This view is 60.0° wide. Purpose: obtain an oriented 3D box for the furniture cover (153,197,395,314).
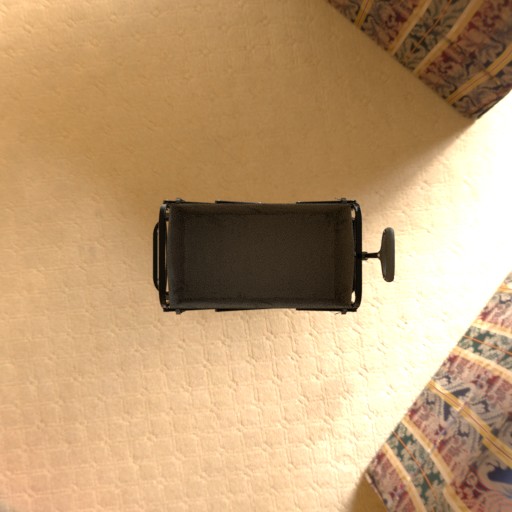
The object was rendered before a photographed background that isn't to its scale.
[{"bbox_3d":[0.000,0.000,1.857,1.038,1.295,0.532,0,90,0],"label":"furniture cover"}]
